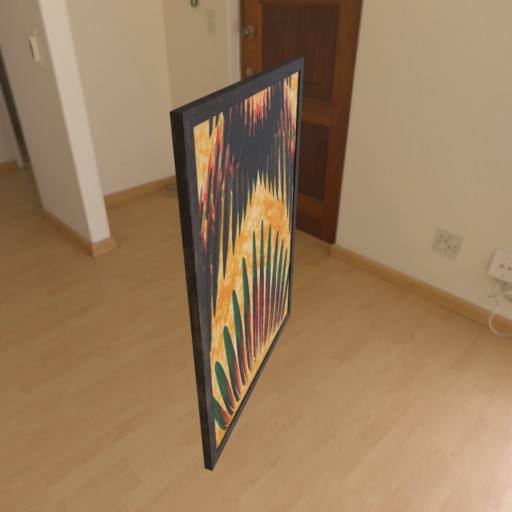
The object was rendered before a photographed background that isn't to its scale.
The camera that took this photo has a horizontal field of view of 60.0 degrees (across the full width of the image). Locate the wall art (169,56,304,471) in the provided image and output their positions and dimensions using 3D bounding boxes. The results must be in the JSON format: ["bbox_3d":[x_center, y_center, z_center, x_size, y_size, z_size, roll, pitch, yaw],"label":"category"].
[{"bbox_3d":[0.000,0.000,1.401,0.029,1.066,0.812,11,33,18],"label":"wall art"}]
